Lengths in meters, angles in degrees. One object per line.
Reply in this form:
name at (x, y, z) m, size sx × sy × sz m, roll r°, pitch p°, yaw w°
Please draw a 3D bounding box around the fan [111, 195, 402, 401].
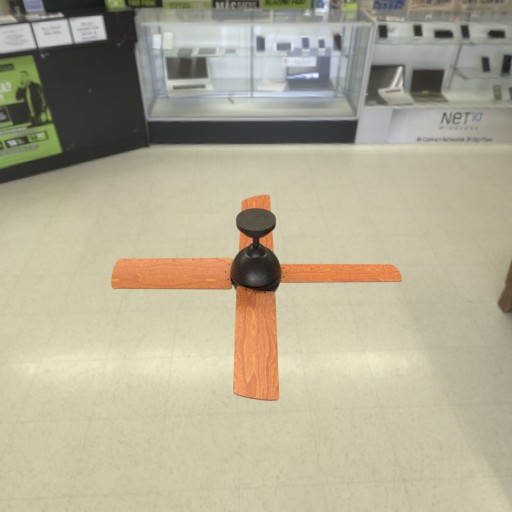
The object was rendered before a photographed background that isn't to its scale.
fan at (0.000, 0.000, 1.997) m, size 1.332 × 0.403 × 1.332 m, roll 0°, pitch 39°, yaw 0°
